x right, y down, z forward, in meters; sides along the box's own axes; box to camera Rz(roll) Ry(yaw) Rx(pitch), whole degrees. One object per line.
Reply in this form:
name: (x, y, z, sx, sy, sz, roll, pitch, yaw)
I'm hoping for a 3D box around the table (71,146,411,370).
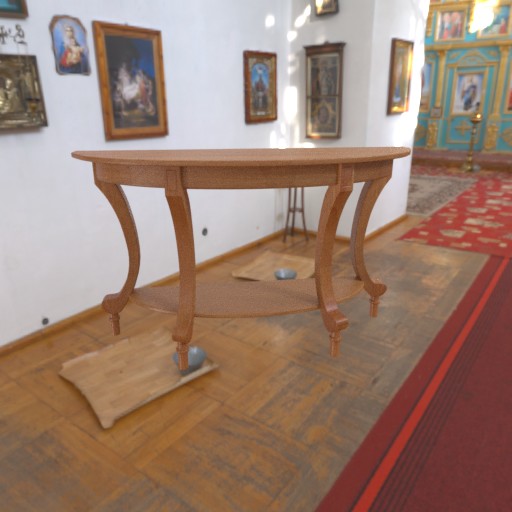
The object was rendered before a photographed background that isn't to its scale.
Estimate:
table: (0.000, 0.000, 1.532, 1.198, 0.692, 0.394, -3, 19, -8)
